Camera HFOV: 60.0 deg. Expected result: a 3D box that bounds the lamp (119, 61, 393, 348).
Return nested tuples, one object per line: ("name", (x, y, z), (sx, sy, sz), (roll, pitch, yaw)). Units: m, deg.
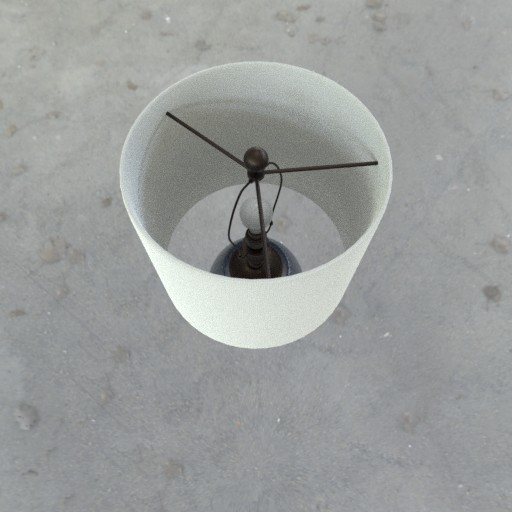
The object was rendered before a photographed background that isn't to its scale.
("lamp", (0.000, 0.000, 0.780), (0.329, 0.570, 0.329), (36, 70, 16))
